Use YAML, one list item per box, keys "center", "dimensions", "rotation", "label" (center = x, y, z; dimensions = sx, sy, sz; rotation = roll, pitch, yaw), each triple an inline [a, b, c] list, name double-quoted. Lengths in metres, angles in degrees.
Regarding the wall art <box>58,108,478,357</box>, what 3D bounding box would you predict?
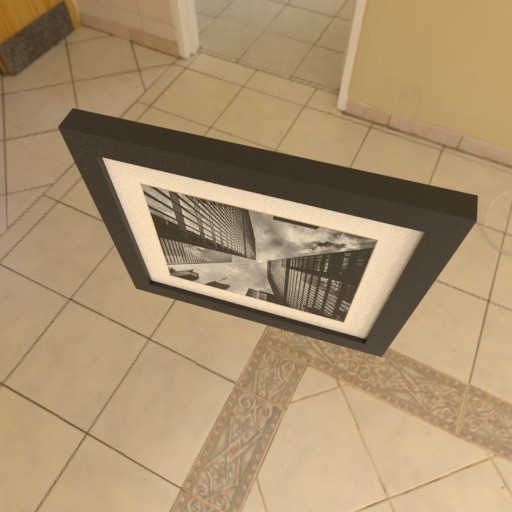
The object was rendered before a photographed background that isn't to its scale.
- center: [0.000, 0.000, 0.529]
  dimensions: [0.381, 0.321, 0.028]
  rotation: [14, 59, 9]
  label: "wall art"
